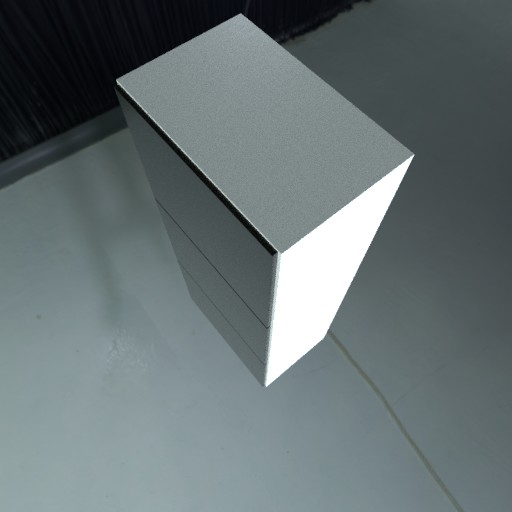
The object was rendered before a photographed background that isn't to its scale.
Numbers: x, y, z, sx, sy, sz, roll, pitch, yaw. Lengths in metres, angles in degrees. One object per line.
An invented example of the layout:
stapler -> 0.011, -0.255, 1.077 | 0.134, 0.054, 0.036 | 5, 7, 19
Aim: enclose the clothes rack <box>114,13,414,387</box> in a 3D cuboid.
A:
clothes rack -> 0.000, 0.000, 1.367 | 0.330, 1.187, 0.500 | -36, 69, -16
